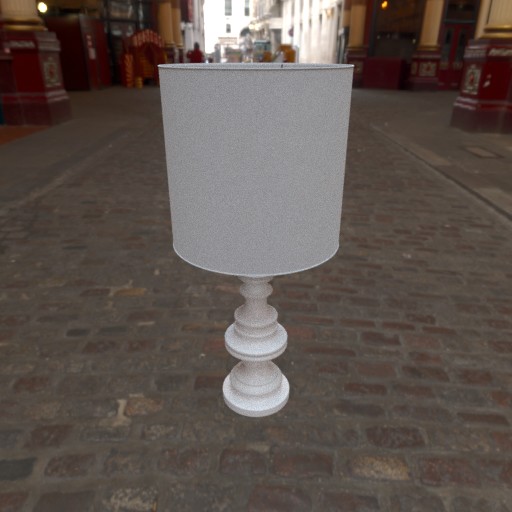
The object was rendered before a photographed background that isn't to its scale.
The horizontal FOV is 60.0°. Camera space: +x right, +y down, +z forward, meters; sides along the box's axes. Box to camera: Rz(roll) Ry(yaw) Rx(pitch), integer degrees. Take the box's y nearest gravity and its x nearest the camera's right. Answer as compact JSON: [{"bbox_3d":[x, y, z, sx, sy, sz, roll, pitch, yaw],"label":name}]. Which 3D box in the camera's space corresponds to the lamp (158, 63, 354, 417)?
[{"bbox_3d":[0.000,0.000,0.575,0.208,0.455,0.208,0,25,0],"label":"lamp"}]
